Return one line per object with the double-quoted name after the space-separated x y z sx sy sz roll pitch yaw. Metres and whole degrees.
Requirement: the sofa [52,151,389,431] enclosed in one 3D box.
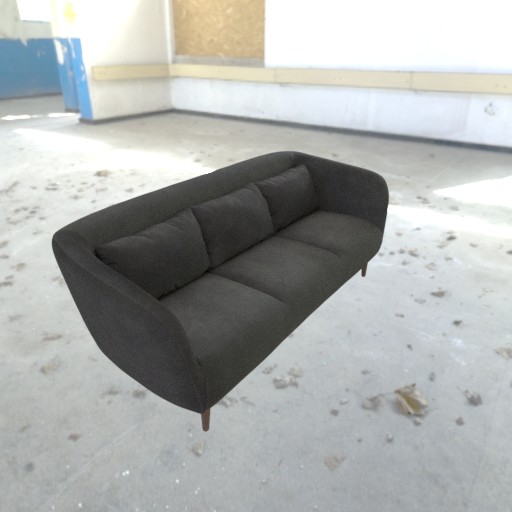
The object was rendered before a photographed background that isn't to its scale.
0.000 0.000 2.743 0.956 0.875 2.296 17 31 31 "sofa"
